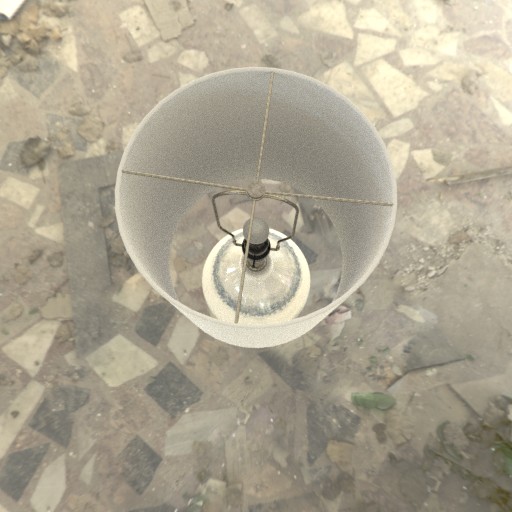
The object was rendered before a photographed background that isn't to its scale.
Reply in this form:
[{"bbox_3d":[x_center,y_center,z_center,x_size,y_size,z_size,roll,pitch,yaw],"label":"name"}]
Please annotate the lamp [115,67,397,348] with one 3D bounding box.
[{"bbox_3d":[0.000,0.000,0.535,0.216,0.404,0.216,-22,76,-6],"label":"lamp"}]
